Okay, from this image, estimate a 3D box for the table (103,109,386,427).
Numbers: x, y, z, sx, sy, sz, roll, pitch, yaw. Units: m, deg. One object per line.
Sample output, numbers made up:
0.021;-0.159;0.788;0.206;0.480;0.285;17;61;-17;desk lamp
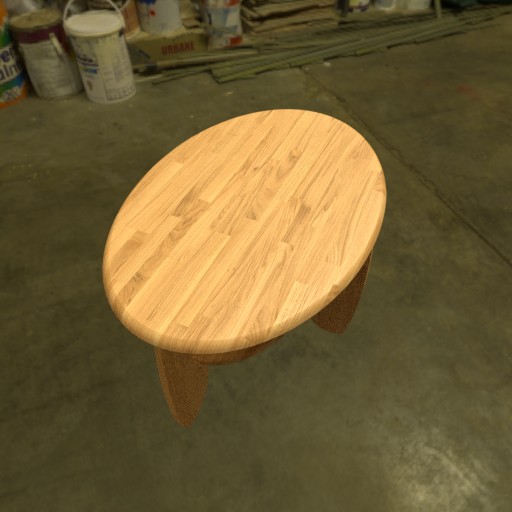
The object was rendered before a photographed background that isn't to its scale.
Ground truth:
0.000;0.000;1.403;0.690;0.490;1.040;18;49;16;table
